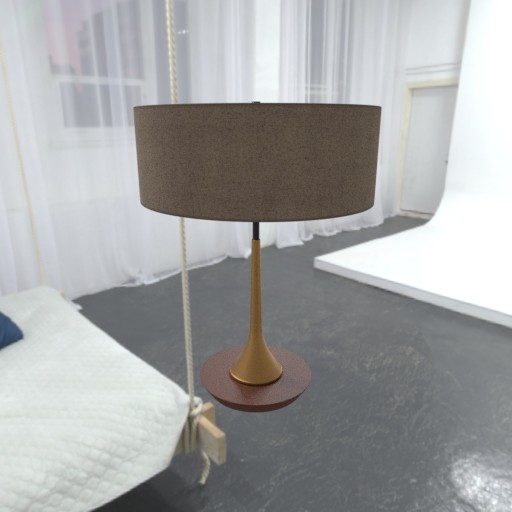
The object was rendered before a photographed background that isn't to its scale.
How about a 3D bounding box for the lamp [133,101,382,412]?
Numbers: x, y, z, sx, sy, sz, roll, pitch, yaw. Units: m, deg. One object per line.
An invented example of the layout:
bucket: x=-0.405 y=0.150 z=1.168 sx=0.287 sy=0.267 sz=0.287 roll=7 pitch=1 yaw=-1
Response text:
lamp: x=0.000 y=0.000 z=0.837 sx=0.417 sy=0.551 sz=0.396 roll=9 pitch=19 yaw=27
